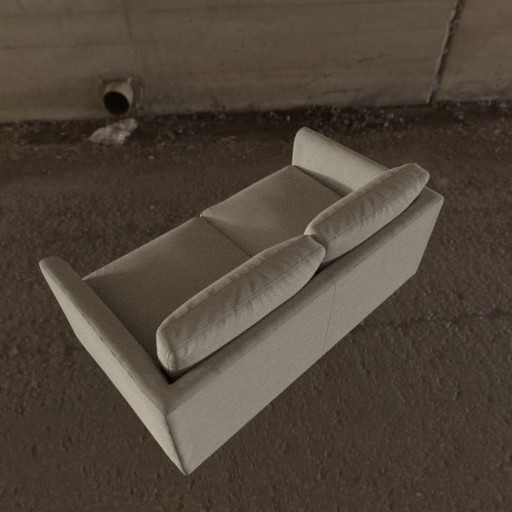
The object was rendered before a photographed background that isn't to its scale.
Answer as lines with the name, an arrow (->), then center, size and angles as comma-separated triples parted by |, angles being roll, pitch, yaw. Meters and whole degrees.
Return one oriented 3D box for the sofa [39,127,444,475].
sofa -> 0.000, 0.000, 2.472 | 1.905, 0.839, 1.091 | -33, 54, -28
